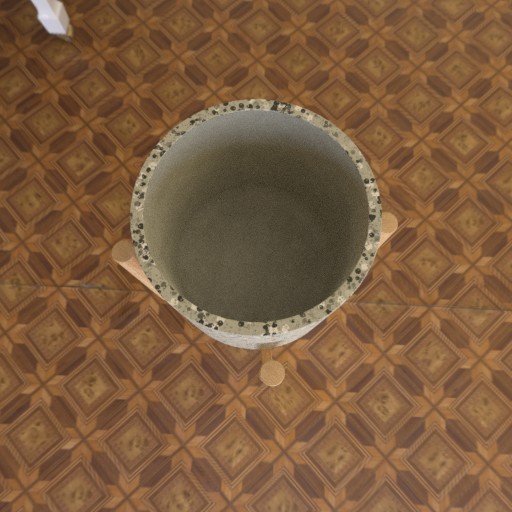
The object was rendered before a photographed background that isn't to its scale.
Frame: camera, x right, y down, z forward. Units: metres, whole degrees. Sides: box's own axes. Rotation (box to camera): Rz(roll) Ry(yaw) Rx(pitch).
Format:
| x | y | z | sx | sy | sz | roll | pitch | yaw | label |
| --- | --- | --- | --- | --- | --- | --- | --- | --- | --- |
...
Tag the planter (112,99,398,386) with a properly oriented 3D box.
| x | y | z | sx | sy | sz | roll | pitch | yaw | label |
| --- | --- | --- | --- | --- | --- | --- | --- | --- | --- |
| 0.000 | 0.000 | 0.545 | 0.284 | 0.320 | 0.284 | 15 | 75 | 4 | planter |
